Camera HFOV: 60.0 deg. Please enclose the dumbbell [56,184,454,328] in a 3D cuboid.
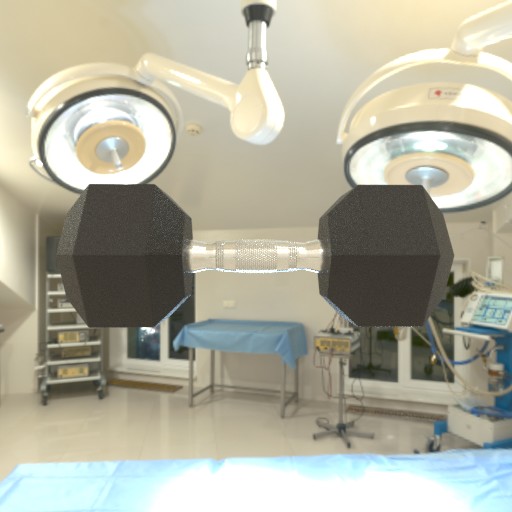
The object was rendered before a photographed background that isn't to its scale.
[{"bbox_3d":[0.000,0.000,0.417,0.337,0.123,0.142,0,0,-1],"label":"dumbbell"}]
